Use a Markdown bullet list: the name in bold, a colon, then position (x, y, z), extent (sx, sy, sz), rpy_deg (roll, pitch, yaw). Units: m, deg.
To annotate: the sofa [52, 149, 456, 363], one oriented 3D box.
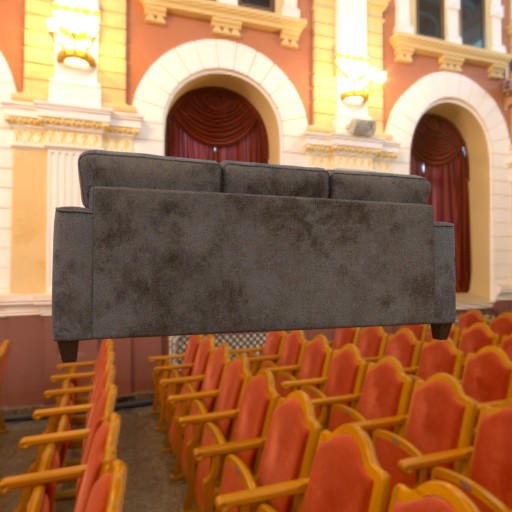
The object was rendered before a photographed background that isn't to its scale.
- **sofa**: position (0.000, 0.000, 2.636), extent (2.133, 0.965, 0.939), rpy_deg (1, -2, -18)
